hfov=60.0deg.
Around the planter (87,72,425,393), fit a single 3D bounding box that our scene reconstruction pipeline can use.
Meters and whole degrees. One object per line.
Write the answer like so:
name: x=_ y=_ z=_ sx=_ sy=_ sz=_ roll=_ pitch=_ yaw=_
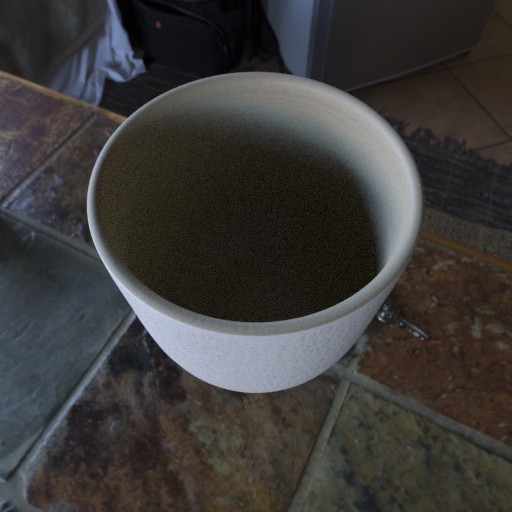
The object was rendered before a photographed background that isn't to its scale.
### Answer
planter: x=0.000 y=0.000 z=0.357 sx=0.208 sy=0.190 sz=0.208 roll=0 pitch=59 yaw=0
